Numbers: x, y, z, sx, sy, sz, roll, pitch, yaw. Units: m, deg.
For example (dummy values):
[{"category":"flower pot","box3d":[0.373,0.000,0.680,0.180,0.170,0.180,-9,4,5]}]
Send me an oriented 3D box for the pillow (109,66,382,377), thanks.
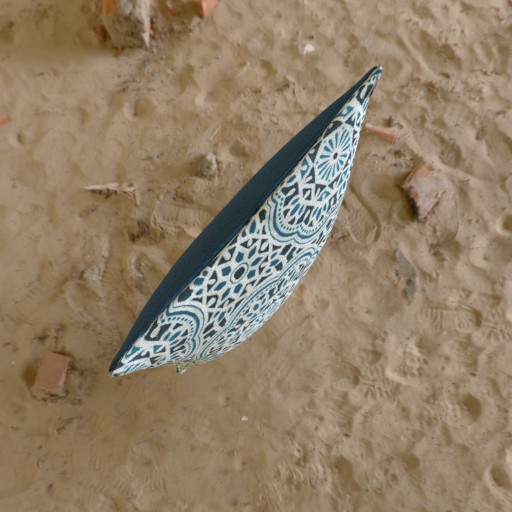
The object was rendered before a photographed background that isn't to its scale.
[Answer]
[{"category":"pillow","box3d":[0.000,0.000,0.654,0.145,0.420,0.440,39,79,9]}]
